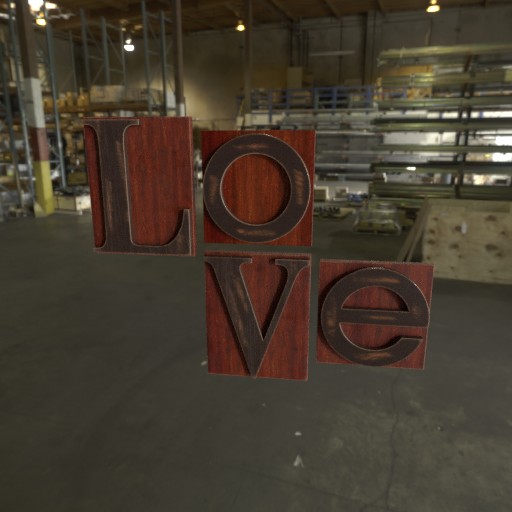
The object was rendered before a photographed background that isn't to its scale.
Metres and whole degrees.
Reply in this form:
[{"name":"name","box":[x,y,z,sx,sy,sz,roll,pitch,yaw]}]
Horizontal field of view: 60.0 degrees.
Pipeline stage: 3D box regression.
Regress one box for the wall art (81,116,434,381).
[{"name":"wall art","box":[0.000,0.000,0.823,0.635,0.497,0.030,2,14,8]}]
